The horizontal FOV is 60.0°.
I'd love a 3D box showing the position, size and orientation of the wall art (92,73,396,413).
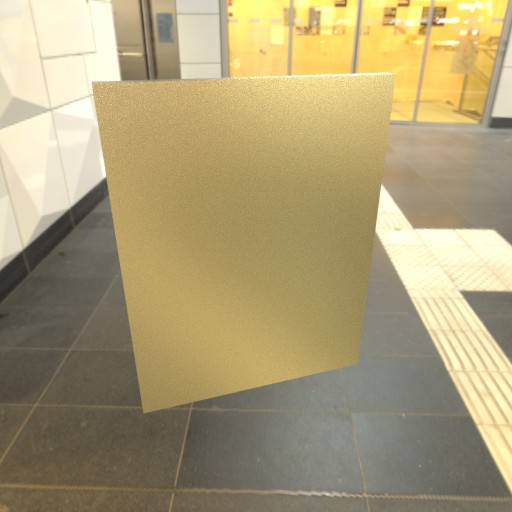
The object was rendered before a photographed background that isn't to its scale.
[{"bbox_3d":[0.000,0.000,0.759,0.444,0.569,0.025,-8,28,-16],"label":"wall art"}]
